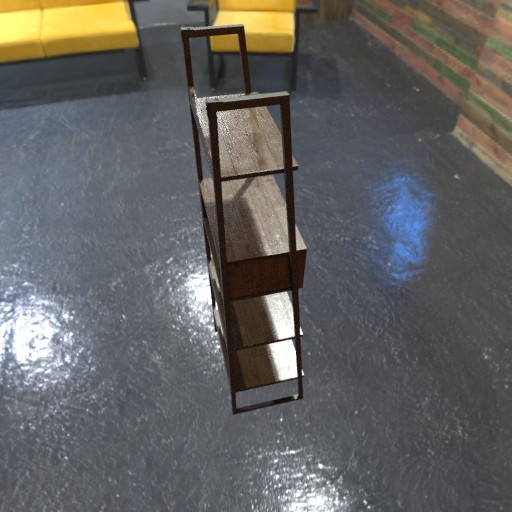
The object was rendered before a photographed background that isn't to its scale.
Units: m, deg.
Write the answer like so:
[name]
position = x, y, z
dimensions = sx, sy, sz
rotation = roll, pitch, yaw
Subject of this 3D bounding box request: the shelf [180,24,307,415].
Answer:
[shelf]
position = 0.000, 0.000, 2.254
dimensions = 0.454, 2.005, 0.652
rotation = -10, 46, -10
